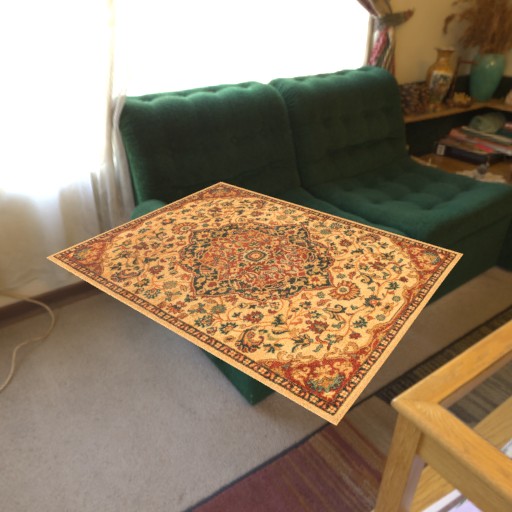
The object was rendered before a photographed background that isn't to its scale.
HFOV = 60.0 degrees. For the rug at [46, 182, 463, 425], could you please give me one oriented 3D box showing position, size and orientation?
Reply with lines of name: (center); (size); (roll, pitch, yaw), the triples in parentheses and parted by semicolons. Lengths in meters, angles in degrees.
rug: (0.000, 0.000, 4.172); (3.067, 0.005, 2.454); (21, 37, 32)
